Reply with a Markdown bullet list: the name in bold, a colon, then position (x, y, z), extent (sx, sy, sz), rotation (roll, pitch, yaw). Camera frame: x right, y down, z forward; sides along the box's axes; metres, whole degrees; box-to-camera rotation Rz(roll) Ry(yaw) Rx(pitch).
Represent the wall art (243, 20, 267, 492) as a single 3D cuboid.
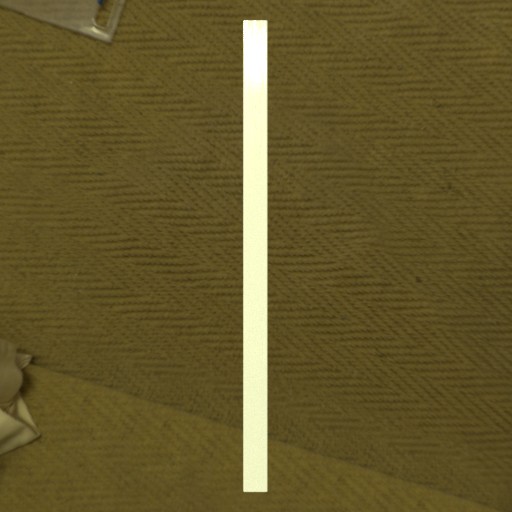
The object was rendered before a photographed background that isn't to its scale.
- **wall art**: position (0.000, 0.000, 1.372), extent (0.053, 0.787, 1.041), rotation (0, 90, 0)
